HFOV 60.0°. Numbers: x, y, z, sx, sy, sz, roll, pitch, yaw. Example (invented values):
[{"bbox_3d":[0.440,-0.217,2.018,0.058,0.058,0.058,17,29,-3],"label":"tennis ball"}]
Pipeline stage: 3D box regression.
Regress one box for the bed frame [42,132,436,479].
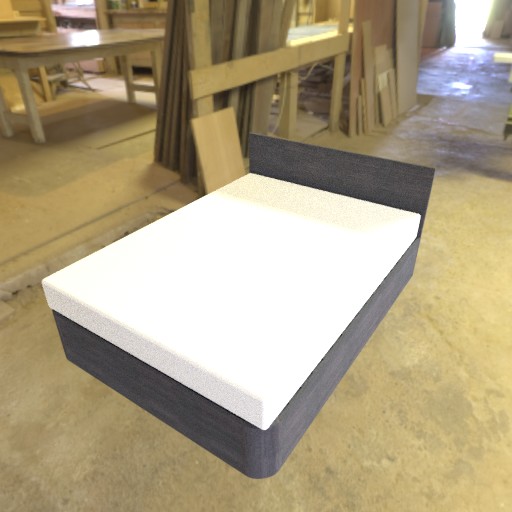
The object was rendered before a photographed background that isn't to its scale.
[{"bbox_3d":[0.000,0.000,2.610,1.400,0.800,1.900,19,36,29],"label":"bed frame"}]
